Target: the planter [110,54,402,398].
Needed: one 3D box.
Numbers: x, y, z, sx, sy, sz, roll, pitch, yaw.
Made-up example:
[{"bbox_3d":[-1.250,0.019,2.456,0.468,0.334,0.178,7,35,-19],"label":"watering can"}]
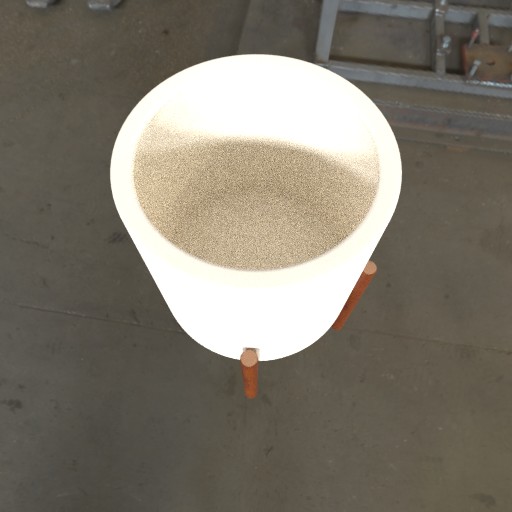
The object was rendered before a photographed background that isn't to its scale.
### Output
[{"bbox_3d":[0.000,0.000,0.941,0.417,0.670,0.417,-33,69,-15],"label":"planter"}]
